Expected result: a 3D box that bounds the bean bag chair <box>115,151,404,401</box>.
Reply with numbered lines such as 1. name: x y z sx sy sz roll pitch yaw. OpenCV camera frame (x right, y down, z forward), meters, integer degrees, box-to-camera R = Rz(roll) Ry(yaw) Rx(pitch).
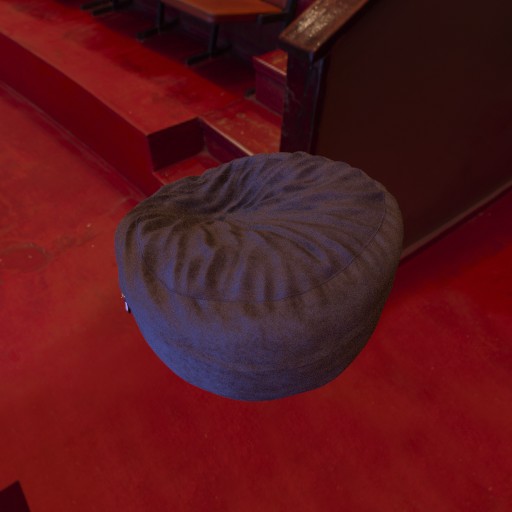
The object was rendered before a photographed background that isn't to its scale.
1. bean bag chair: 0.000 0.000 2.070 1.245 0.821 1.245 0 47 0
